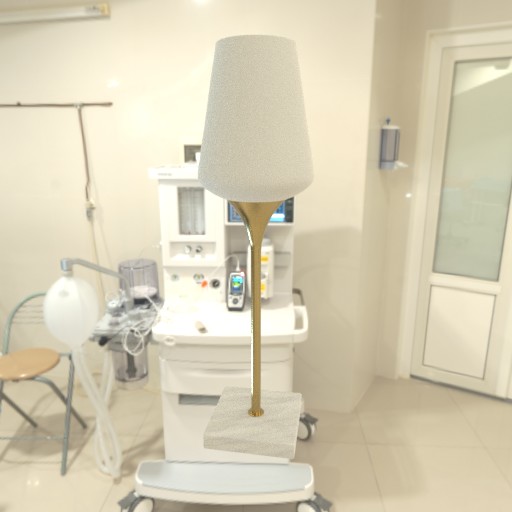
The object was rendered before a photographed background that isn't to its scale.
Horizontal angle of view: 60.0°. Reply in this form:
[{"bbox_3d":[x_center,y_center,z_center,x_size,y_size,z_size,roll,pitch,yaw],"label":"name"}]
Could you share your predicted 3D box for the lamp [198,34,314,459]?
[{"bbox_3d":[0.000,0.000,0.726,0.181,0.639,0.181,3,15,10],"label":"lamp"}]
